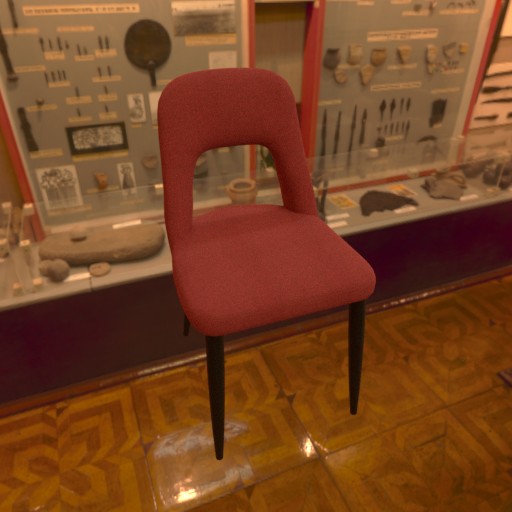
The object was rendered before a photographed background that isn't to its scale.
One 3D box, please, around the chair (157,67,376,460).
[{"bbox_3d":[0.000,0.000,1.237,0.483,0.892,0.569,-11,35,-17],"label":"chair"}]
